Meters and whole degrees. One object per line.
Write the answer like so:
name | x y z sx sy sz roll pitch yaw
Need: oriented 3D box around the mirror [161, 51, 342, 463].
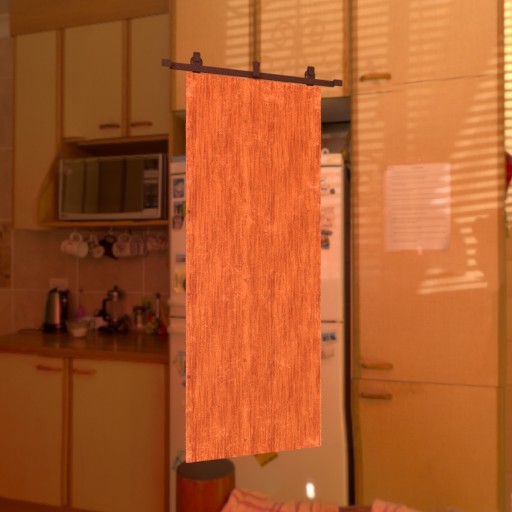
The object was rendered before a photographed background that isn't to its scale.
mirror | 0.000 0.000 2.018 0.847 1.793 0.042 0 0 -16
